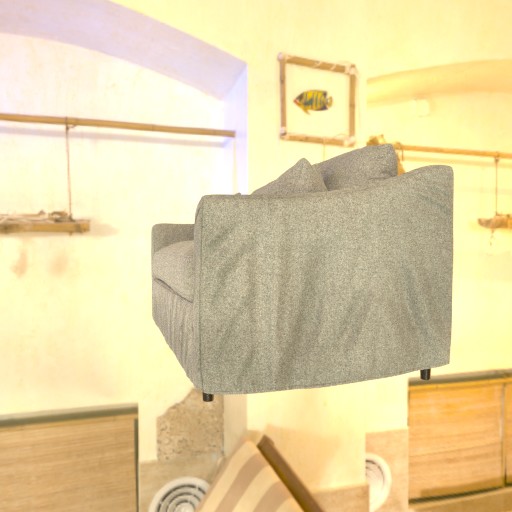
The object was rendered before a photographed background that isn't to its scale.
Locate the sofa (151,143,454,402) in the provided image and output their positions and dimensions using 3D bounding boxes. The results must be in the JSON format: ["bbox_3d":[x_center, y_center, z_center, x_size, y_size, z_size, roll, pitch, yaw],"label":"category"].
[{"bbox_3d":[0.000,0.000,2.563,1.072,1.018,2.010,0,1,-18],"label":"sofa"}]
